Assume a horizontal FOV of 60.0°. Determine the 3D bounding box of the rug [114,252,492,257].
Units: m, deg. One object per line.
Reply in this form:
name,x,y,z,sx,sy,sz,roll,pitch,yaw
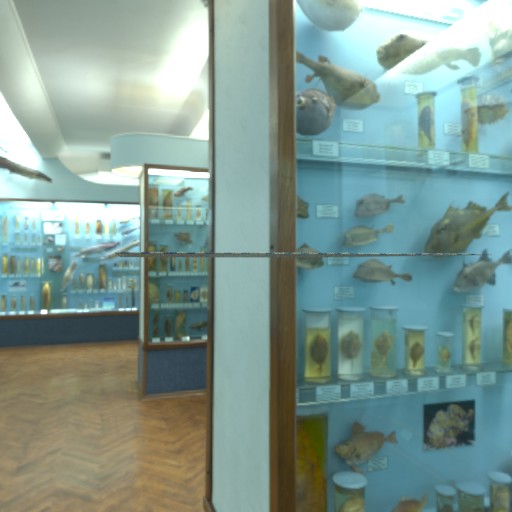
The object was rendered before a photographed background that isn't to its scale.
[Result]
rug,0.000,0.000,4.124,2.453,0.008,3.059,0,-1,-17
